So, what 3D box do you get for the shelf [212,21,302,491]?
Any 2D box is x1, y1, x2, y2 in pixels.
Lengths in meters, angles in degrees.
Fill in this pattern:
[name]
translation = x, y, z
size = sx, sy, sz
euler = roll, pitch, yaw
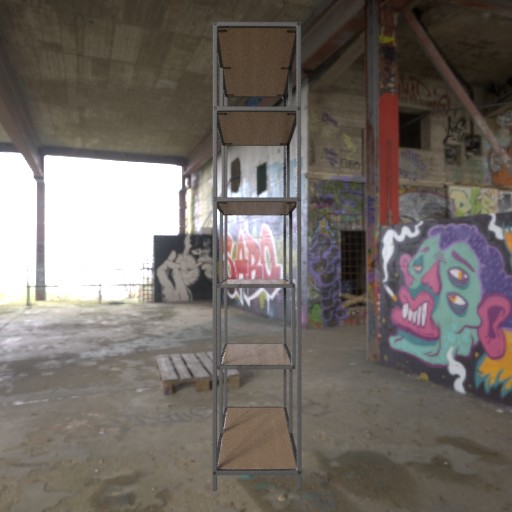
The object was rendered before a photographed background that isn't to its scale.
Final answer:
[shelf]
translation = 0.000, 0.000, 2.132
size = 0.350, 1.850, 0.770
euler = 0, -1, -1
